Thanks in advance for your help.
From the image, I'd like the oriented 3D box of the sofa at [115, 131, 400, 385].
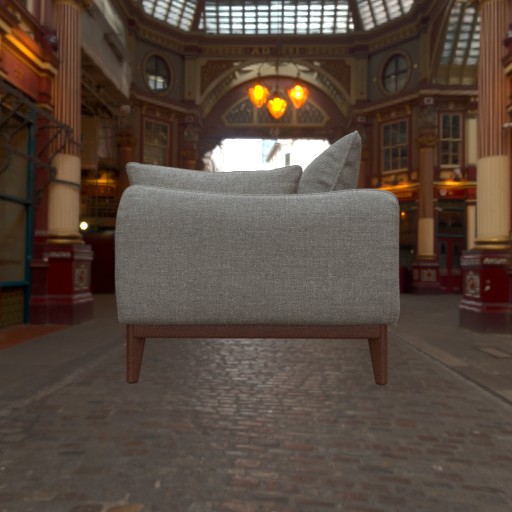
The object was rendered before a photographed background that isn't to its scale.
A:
[{"bbox_3d":[0.000,0.000,2.178,0.972,0.851,1.580,0,-1,1],"label":"sofa"}]
